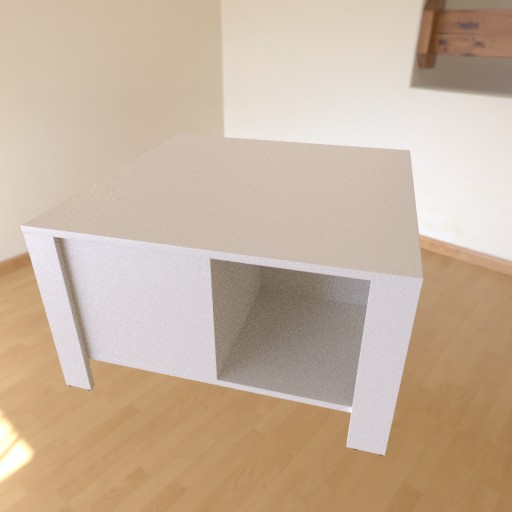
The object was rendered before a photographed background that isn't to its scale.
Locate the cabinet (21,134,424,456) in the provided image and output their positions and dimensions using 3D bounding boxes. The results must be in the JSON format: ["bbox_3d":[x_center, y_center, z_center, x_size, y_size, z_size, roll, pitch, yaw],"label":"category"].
[{"bbox_3d":[0.000,0.000,1.281,0.800,0.460,0.800,8,30,13],"label":"cabinet"}]
